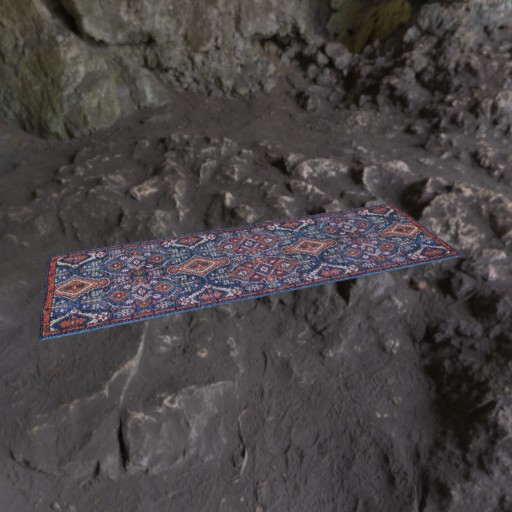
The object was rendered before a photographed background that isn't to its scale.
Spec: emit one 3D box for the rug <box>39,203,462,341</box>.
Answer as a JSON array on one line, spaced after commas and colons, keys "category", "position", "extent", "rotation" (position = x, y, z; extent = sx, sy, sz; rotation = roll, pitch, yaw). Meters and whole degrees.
[{"category": "rug", "position": [0.000, 0.000, 2.759], "extent": [2.459, 0.010, 0.801], "rotation": [-10, 34, -15]}]
